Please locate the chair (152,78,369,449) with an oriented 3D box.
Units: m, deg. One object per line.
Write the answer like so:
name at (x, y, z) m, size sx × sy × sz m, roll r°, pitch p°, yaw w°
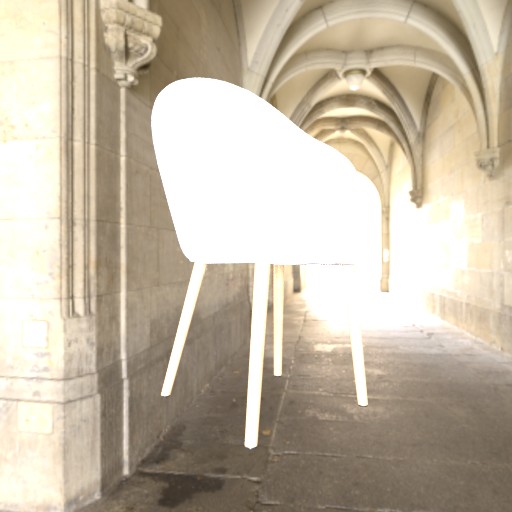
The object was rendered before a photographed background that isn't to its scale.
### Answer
chair at (0.000, 0.000, 1.195) m, size 0.530 × 0.800 × 0.540 m, roll 0°, pitch 0°, yaw -36°
